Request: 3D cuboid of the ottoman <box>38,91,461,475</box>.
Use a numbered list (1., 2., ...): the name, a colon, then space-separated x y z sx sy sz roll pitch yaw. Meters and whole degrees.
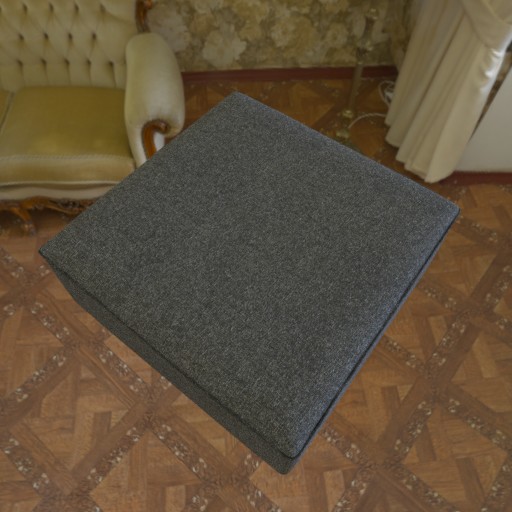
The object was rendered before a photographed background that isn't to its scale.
1. ottoman: 0.000 0.000 1.589 1.021 0.423 1.017 34 64 19
